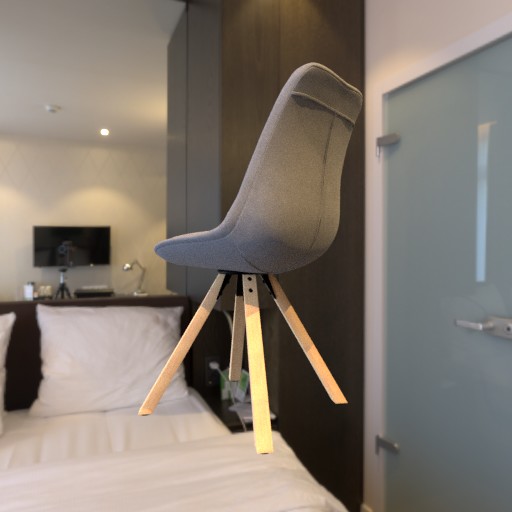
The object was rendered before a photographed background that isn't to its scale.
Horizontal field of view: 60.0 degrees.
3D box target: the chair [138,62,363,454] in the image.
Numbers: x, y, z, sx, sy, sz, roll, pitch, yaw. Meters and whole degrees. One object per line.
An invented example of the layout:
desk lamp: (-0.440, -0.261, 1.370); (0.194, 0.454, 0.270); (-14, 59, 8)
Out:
chair: (0.000, 0.000, 1.234); (0.549, 0.863, 0.474); (0, 1, 36)
